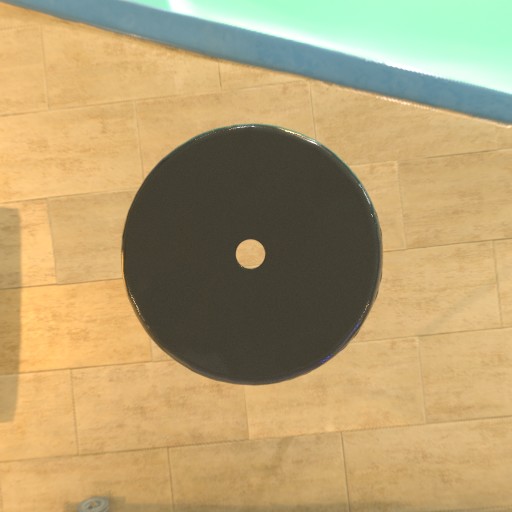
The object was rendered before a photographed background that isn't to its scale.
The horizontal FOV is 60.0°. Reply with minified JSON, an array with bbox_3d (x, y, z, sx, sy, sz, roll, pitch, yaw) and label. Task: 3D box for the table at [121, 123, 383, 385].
[{"bbox_3d":[0.000,0.000,0.628,0.325,0.388,0.325,0,89,2],"label":"table"}]
